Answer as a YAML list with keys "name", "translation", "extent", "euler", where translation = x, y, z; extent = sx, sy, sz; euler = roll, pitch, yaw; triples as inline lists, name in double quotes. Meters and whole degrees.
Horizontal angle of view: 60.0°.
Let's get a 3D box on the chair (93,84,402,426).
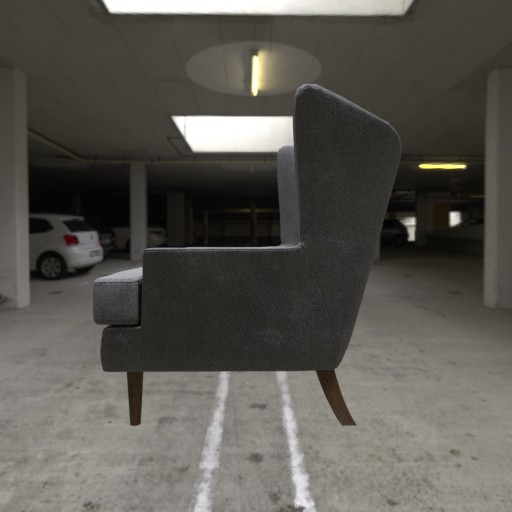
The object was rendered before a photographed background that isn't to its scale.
- name: "chair"
  translation: [0.000, 0.000, 1.580]
  extent: [0.906, 0.950, 0.784]
  euler: [0, 1, -1]
